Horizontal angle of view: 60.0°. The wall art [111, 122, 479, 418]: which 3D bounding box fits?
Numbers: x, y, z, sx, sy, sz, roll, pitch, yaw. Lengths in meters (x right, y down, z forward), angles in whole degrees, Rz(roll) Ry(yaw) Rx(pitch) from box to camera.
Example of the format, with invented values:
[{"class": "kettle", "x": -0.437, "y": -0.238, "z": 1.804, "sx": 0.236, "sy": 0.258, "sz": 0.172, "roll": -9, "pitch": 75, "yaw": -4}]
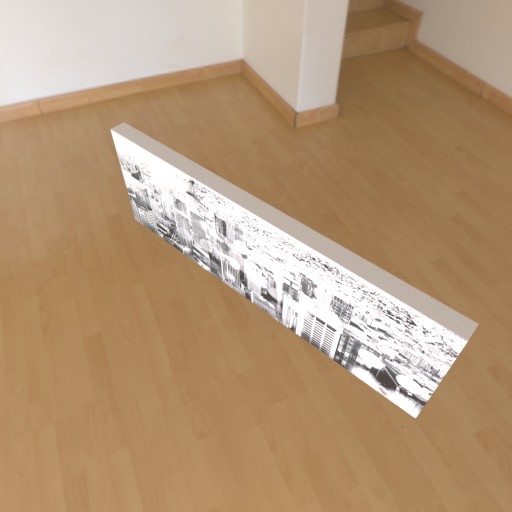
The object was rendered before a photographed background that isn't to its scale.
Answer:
[{"class": "wall art", "x": 0.000, "y": 0.000, "z": 0.849, "sx": 0.763, "sy": 0.255, "sz": 0.038, "roll": 33, "pitch": 56, "yaw": 26}]
